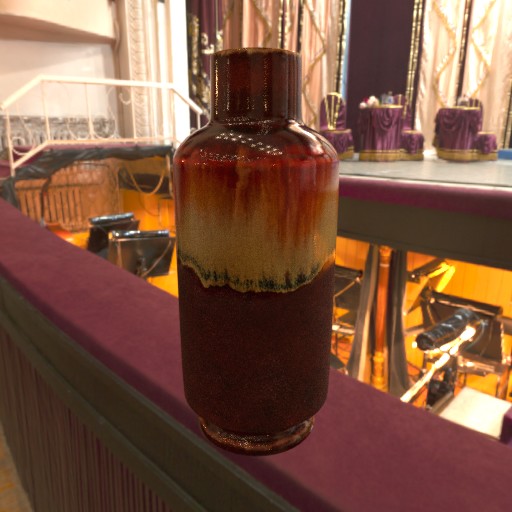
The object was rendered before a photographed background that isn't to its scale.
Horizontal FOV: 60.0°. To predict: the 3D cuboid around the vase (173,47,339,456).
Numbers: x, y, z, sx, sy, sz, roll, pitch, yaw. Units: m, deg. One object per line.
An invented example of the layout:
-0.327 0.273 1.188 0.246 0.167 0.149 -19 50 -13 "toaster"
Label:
0.000 0.000 0.313 0.111 0.261 0.111 0 15 0 "vase"
